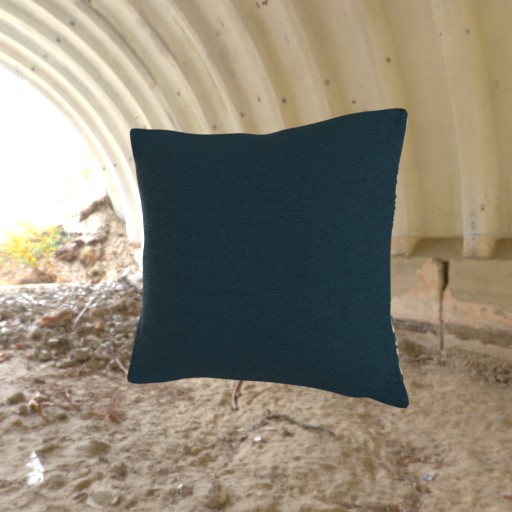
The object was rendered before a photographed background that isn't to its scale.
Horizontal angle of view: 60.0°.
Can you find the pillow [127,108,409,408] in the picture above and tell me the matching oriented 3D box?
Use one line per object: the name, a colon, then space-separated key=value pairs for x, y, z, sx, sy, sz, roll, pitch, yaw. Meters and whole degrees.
pillow: x=0.000 y=0.000 z=0.672 sx=0.440 sy=0.420 sz=0.145 roll=0 pitch=1 yaw=16
